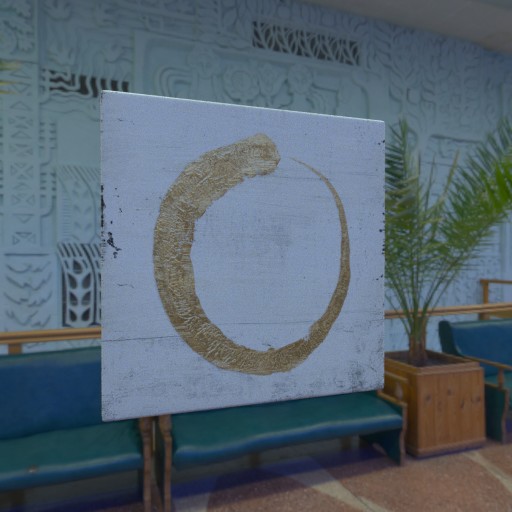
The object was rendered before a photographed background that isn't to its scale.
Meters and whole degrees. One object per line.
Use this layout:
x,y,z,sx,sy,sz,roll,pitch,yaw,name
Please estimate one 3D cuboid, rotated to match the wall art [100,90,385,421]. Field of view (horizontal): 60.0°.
0.000,0.000,1.155,0.762,0.762,0.038,0,1,-19,wall art
